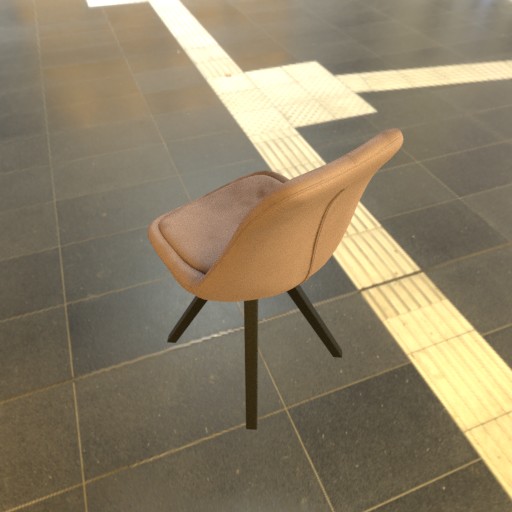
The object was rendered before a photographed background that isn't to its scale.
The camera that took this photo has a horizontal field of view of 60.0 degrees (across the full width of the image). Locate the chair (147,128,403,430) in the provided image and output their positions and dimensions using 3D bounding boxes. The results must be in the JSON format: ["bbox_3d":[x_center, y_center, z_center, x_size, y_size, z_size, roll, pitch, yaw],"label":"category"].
[{"bbox_3d":[0.000,0.000,1.202,0.483,0.865,0.547,-31,52,-28],"label":"chair"}]
